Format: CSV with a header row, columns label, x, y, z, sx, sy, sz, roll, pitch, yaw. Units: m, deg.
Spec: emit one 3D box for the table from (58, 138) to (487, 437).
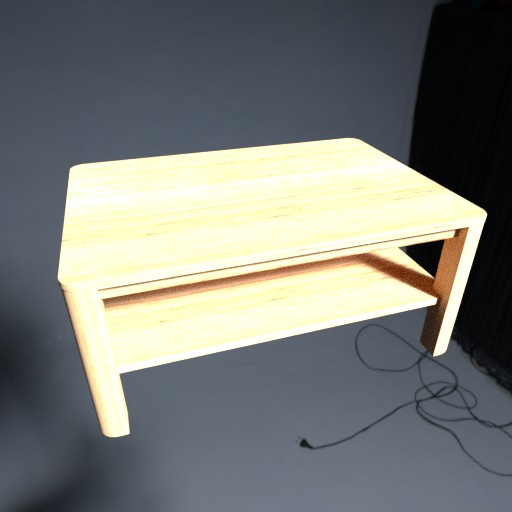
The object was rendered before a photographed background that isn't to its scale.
label,x,y,z,sx,sy,sz,roll,pitch,yaw
table,0.000,0.000,1.346,0.997,0.445,0.696,-9,32,-15
